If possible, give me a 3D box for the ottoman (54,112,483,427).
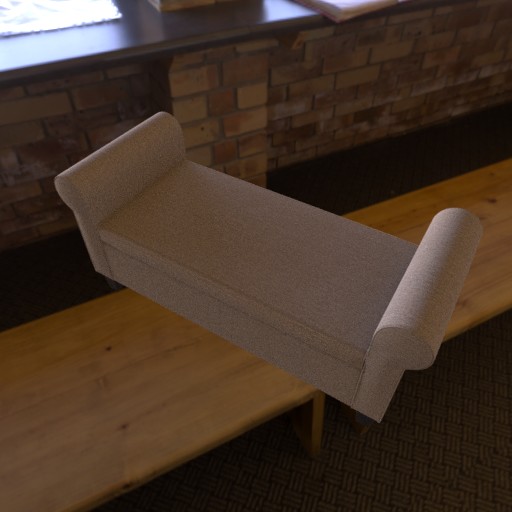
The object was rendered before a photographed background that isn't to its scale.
[{"bbox_3d":[0.000,0.000,1.533,1.256,0.547,0.521,24,50,22],"label":"ottoman"}]
